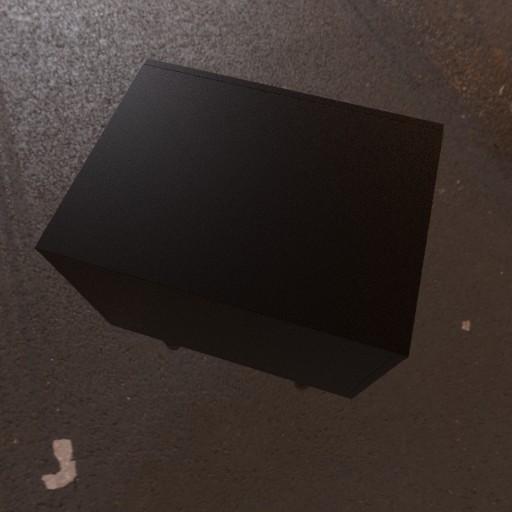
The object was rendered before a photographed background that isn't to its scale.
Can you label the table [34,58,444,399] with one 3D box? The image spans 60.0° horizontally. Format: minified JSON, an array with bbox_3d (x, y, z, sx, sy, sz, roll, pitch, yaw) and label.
[{"bbox_3d":[0.000,0.000,0.986,0.564,0.584,0.441,15,65,7],"label":"table"}]
